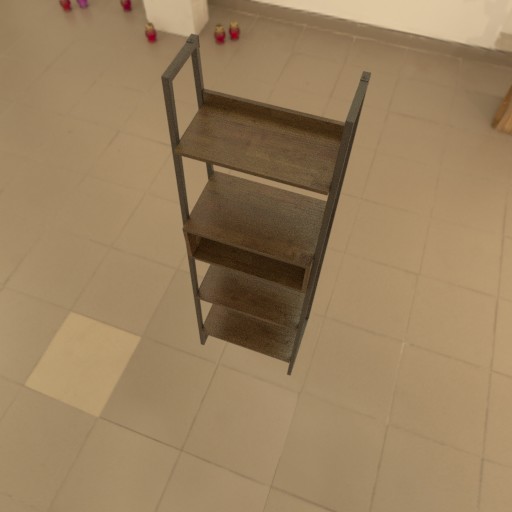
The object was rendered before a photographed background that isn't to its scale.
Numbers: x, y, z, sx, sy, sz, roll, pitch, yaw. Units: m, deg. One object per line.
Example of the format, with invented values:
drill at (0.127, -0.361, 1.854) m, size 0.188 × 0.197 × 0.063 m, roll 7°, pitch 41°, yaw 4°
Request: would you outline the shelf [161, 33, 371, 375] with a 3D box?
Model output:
shelf at (0.000, 0.000, 2.270) m, size 0.652 × 2.005 × 0.454 m, roll 17°, pitch 60°, yaw 10°
